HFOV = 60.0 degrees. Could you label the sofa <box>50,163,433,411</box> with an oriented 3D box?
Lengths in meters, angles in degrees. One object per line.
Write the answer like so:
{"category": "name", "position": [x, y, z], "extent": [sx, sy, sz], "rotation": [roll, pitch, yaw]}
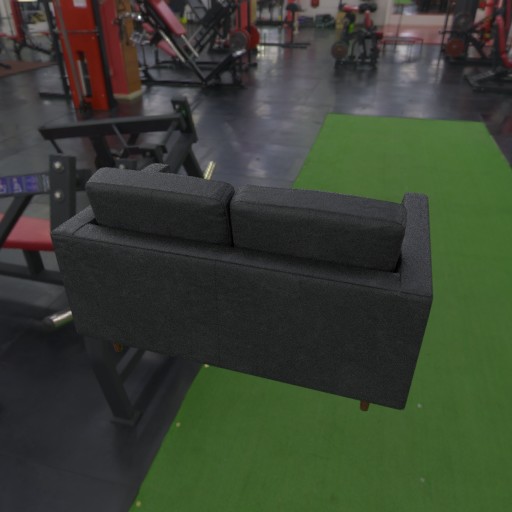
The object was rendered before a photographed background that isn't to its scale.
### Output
{"category": "sofa", "position": [0.000, 0.000, 2.034], "extent": [1.430, 0.899, 0.879], "rotation": [9, 33, 15]}
